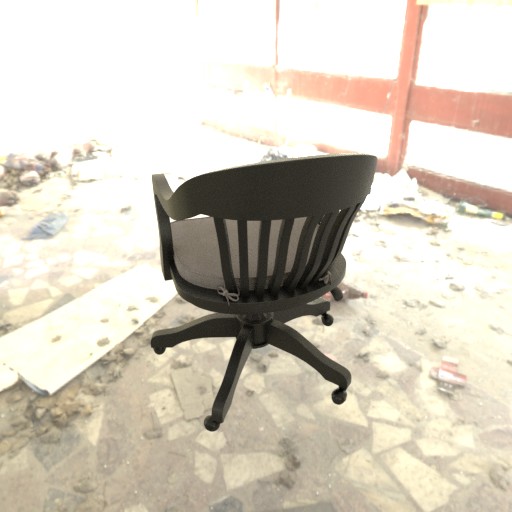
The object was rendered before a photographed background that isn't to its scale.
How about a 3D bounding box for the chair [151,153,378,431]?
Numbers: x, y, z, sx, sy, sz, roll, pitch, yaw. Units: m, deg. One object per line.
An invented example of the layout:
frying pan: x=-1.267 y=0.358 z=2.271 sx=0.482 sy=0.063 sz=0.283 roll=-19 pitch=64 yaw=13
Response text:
chair: x=0.000 y=0.000 z=1.490 sx=0.750 sy=0.878 sz=0.788 roll=-9 pitch=29 yaw=-17
